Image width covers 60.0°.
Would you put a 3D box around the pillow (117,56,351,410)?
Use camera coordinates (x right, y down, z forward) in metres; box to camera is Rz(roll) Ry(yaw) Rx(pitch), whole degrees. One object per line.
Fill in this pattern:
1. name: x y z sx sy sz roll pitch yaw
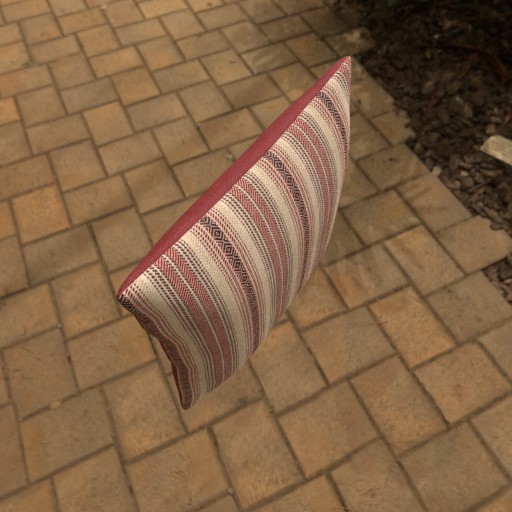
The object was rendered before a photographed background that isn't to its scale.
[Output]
1. pillow: 0.000 0.000 0.787 0.166 0.497 0.513 31 64 17
